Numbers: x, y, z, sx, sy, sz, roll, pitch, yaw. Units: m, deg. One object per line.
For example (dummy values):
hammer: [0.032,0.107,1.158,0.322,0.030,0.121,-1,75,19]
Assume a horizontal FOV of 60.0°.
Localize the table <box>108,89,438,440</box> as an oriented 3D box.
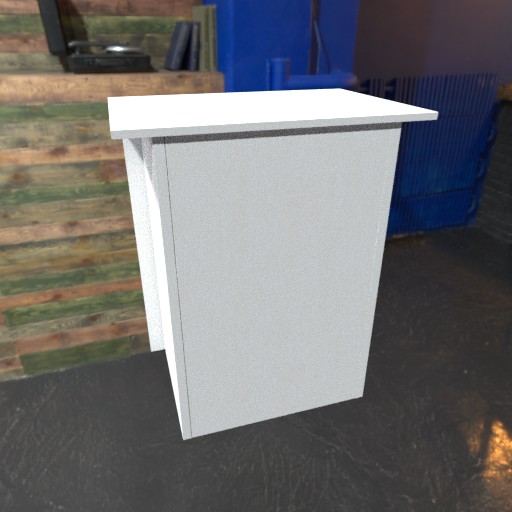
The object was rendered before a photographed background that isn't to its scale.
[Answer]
table: [0.000,0.000,1.086,0.589,0.711,0.406,-8,28,-15]
